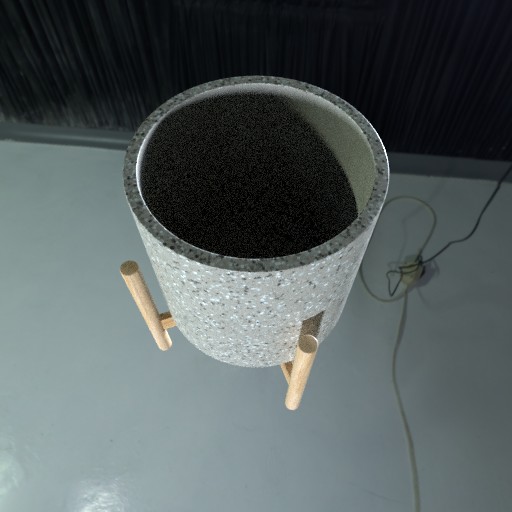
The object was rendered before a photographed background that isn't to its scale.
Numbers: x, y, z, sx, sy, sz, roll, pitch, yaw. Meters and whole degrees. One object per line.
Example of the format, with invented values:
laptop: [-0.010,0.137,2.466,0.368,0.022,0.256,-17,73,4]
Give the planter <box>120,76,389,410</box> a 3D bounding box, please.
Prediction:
planter: [0.000,0.000,0.686,0.360,0.419,0.360,2,58,1]
